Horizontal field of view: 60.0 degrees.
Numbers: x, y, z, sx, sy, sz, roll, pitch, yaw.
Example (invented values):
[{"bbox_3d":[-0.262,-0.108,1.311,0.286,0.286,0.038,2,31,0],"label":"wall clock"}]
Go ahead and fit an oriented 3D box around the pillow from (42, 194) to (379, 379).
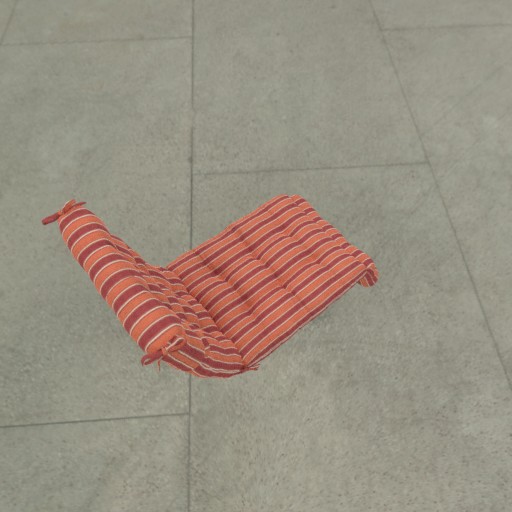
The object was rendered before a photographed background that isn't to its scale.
[{"bbox_3d":[0.000,0.000,1.530,1.016,0.863,0.526,-35,65,-19],"label":"pillow"}]
